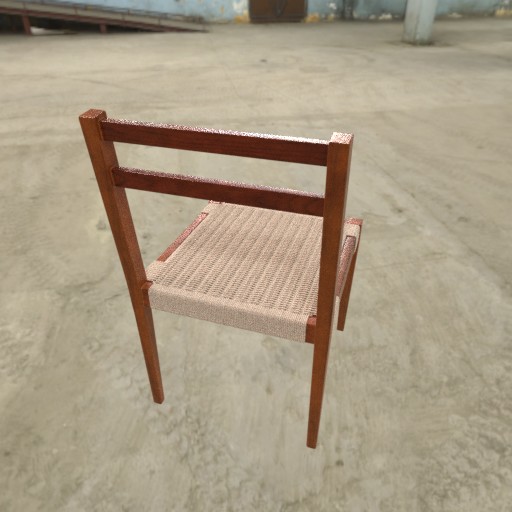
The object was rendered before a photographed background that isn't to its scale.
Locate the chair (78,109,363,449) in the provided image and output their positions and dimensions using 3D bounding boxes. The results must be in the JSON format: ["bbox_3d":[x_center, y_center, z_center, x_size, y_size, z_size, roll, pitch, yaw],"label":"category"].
[{"bbox_3d":[0.000,0.000,1.189,0.495,0.851,0.569,10,34,15],"label":"chair"}]
